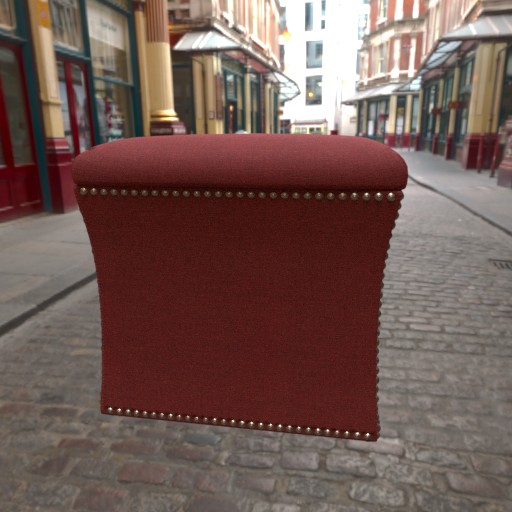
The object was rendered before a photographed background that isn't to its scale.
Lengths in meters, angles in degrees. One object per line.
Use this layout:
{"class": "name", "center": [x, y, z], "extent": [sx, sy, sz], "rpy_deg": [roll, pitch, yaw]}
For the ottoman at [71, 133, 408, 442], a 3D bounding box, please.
{"class": "ottoman", "center": [0.000, 0.000, 0.891], "extent": [0.497, 0.475, 0.507], "rpy_deg": [2, 15, 9]}
